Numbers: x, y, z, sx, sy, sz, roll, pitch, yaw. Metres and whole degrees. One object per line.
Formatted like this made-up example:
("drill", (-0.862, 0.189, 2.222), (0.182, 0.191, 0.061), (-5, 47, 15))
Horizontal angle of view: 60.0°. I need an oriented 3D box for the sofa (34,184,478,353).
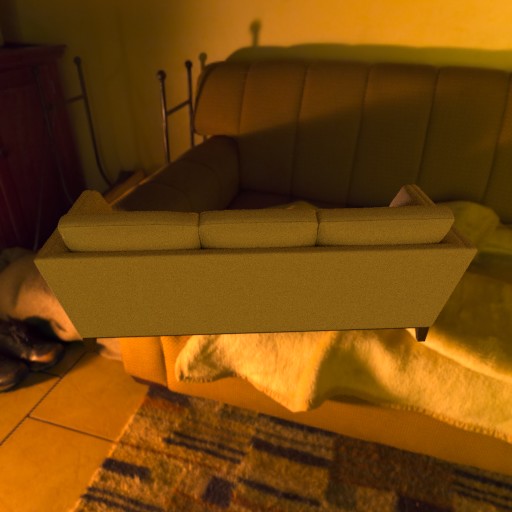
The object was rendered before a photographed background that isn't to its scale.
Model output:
("sofa", (0.000, 0.000, 2.927), (2.388, 0.940, 0.965), (-1, 30, -2))
